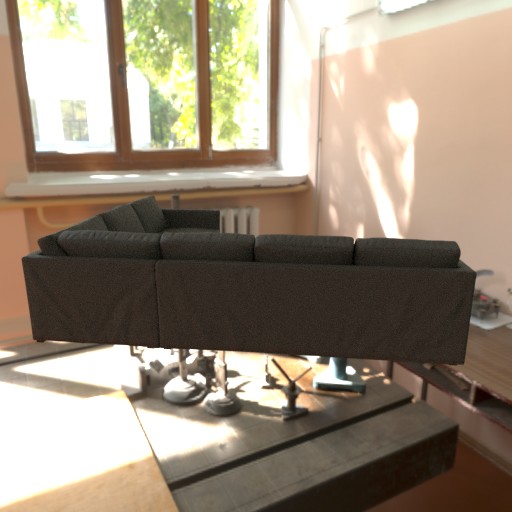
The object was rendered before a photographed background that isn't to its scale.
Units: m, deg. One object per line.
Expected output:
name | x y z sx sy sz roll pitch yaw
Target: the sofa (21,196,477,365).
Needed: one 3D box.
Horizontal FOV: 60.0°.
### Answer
sofa | 0.000 0.000 4.258 3.182 0.871 2.432 2 15 7
